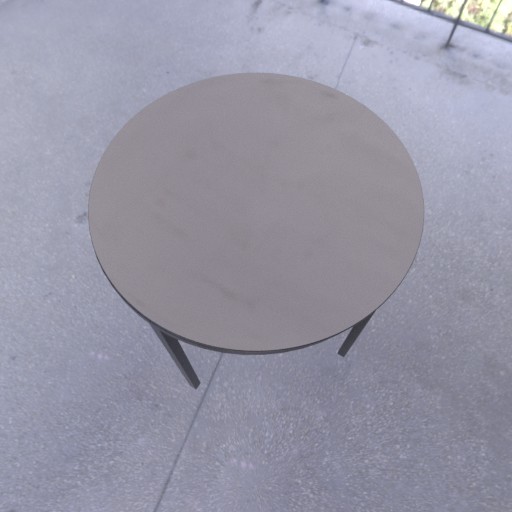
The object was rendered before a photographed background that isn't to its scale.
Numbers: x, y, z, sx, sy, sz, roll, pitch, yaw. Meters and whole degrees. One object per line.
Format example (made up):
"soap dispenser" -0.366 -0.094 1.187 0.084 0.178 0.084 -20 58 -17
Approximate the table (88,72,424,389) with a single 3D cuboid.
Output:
"table" 0.000 0.000 0.863 0.499 0.443 0.499 0 63 0
